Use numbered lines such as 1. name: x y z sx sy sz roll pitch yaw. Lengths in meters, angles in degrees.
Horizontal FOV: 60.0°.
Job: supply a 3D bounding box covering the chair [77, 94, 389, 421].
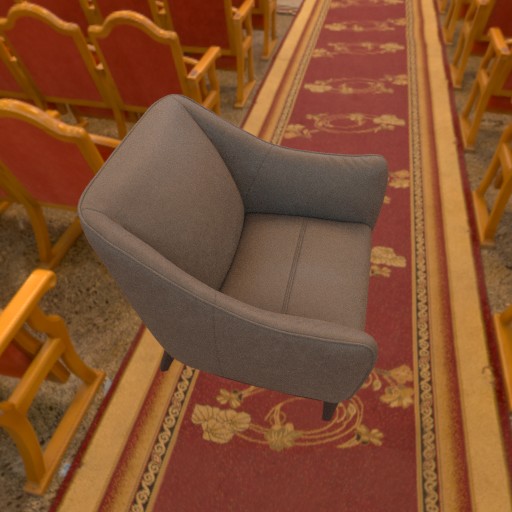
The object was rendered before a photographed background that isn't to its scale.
1. chair: 0.000 0.000 1.583 0.852 0.830 0.871 10 48 9
